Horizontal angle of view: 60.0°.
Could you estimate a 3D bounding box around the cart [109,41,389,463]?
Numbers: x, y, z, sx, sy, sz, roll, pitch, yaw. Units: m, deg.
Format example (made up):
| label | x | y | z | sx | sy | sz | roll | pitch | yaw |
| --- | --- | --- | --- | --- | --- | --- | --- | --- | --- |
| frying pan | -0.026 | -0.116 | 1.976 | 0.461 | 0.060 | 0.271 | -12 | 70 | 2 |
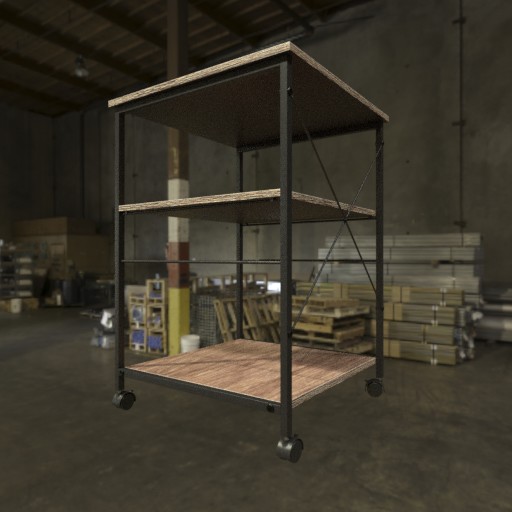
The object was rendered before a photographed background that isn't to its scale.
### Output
| label | x | y | z | sx | sy | sz | roll | pitch | yaw |
| --- | --- | --- | --- | --- | --- | --- | --- | --- | --- |
| cart | 0.000 | 0.000 | 1.150 | 0.520 | 0.762 | 0.521 | 0 | 0 | 36 |
